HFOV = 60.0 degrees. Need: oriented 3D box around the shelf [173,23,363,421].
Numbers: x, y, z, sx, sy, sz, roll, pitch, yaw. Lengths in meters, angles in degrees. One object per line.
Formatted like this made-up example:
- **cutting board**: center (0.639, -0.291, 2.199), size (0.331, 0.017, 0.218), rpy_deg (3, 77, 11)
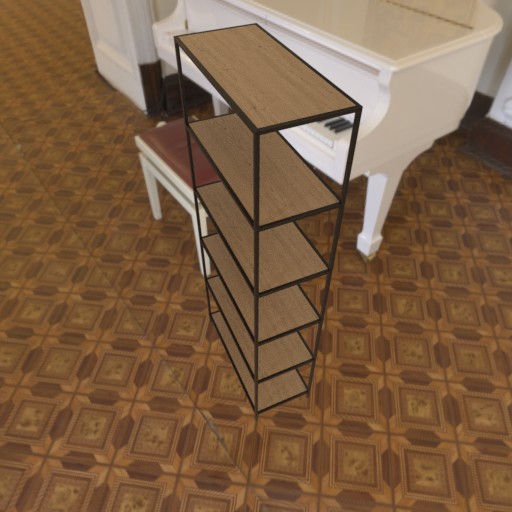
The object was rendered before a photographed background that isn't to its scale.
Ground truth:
- **shelf**: center (0.000, 0.000, 2.171), size (0.350, 1.850, 0.770), rpy_deg (-18, 49, -17)
